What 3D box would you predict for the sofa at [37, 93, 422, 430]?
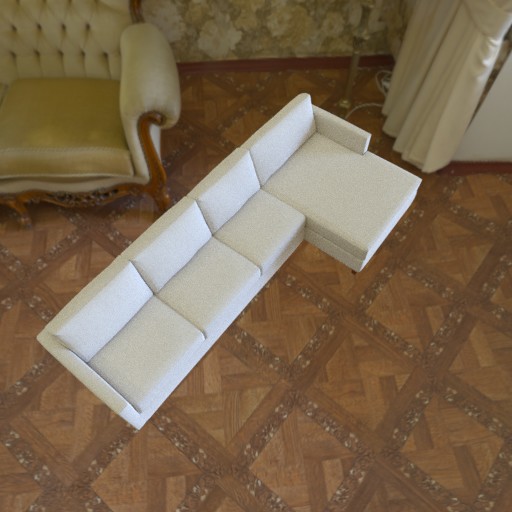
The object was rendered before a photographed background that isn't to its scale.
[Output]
[{"bbox_3d":[0.000,0.000,4.035,1.599,0.954,3.471,34,65,18],"label":"sofa"}]
